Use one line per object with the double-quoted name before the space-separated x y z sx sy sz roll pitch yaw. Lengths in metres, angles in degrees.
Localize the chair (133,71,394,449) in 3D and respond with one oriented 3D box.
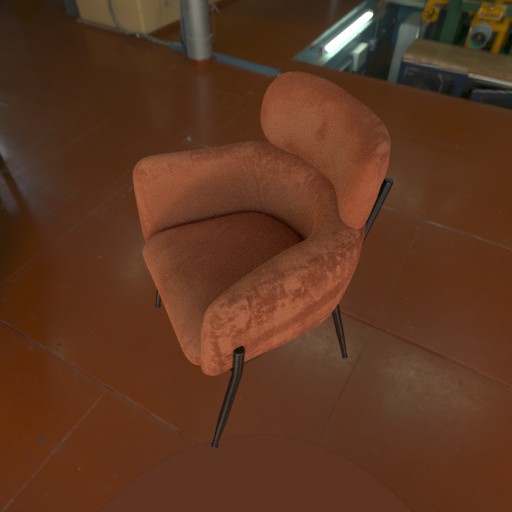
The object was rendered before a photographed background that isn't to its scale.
"chair" 0.000 0.000 1.154 0.523 0.772 0.561 -19 49 -17
